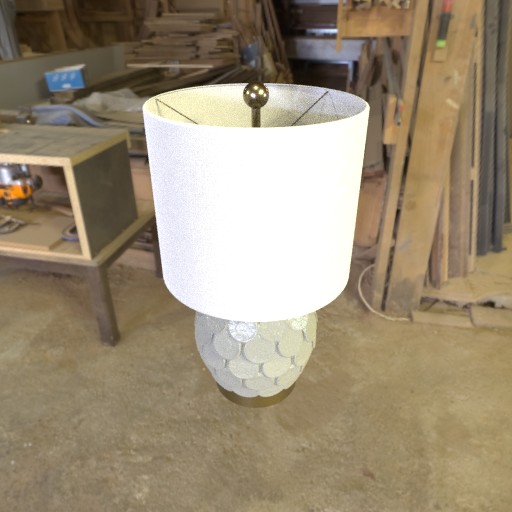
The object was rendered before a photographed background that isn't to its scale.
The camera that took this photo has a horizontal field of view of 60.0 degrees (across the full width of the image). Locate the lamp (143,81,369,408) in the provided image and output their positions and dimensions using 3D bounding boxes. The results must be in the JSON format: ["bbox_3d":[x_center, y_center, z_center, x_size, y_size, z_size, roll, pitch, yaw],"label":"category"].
[{"bbox_3d":[0.000,0.000,0.609,0.254,0.452,0.254,0,30,0],"label":"lamp"}]
